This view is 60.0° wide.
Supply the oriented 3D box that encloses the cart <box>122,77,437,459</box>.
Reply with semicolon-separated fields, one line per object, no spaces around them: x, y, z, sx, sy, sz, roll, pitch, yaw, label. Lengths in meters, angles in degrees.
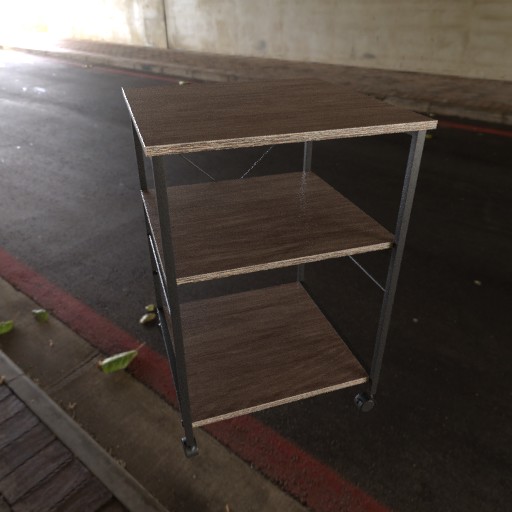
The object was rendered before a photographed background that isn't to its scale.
0.000;0.000;1.137;0.521;0.762;0.520;-9;32;-16;cart
